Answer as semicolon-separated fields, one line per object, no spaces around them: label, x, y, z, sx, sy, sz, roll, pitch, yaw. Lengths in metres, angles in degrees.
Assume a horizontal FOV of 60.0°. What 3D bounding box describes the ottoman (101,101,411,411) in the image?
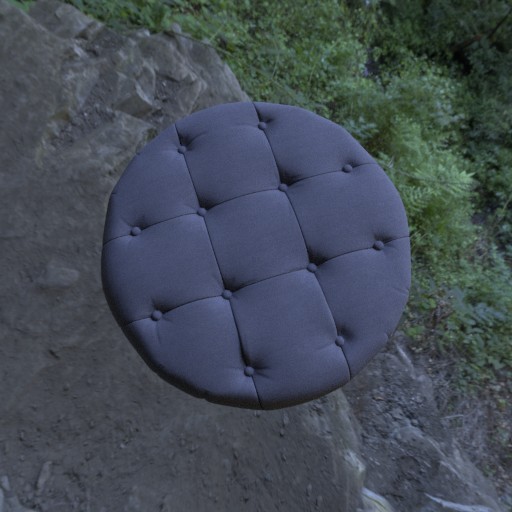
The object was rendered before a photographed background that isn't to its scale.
ottoman;0.000;0.000;1.399;0.901;0.439;0.901;0;75;0
